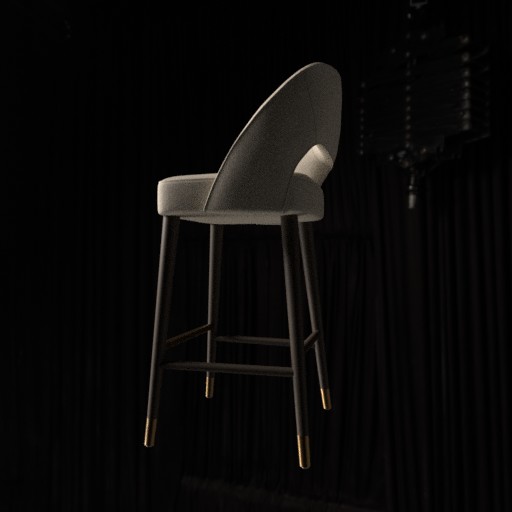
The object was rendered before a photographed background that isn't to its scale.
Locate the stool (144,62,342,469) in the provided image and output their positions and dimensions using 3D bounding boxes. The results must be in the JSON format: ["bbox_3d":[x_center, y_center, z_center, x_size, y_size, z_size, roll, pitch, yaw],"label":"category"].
[{"bbox_3d":[0.000,0.000,1.348,0.509,1.037,0.494,0,0,16],"label":"stool"}]
